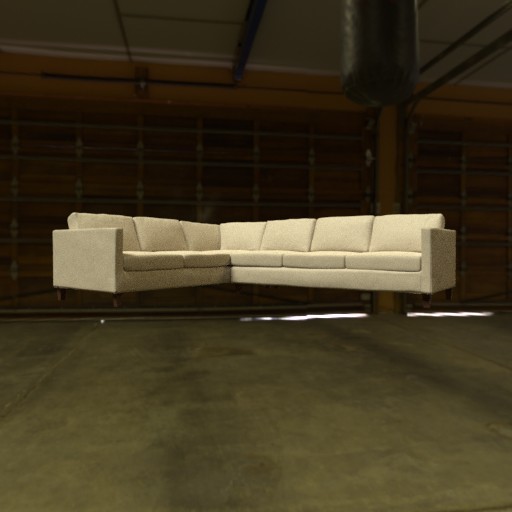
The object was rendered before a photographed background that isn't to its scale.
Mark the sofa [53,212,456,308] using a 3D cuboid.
[{"bbox_3d":[0.000,0.000,4.366,3.182,0.863,2.432,0,1,36],"label":"sofa"}]
